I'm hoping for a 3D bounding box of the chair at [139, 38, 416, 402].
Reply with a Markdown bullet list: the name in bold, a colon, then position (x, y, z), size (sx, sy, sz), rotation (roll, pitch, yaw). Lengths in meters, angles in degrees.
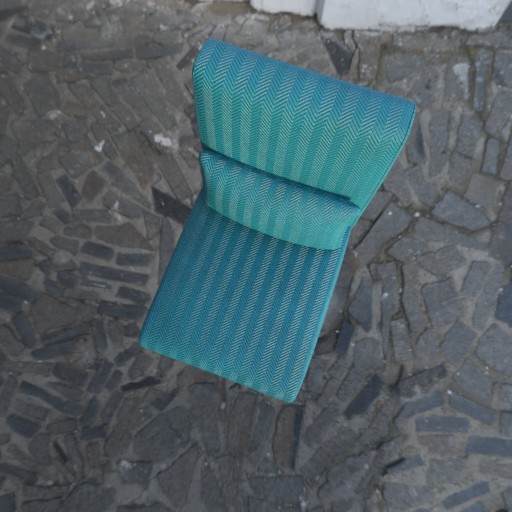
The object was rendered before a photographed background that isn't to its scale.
- **chair**: position (0.000, 0.000, 1.452), size (0.579, 0.927, 0.808), rotation (20, 77, 5)
